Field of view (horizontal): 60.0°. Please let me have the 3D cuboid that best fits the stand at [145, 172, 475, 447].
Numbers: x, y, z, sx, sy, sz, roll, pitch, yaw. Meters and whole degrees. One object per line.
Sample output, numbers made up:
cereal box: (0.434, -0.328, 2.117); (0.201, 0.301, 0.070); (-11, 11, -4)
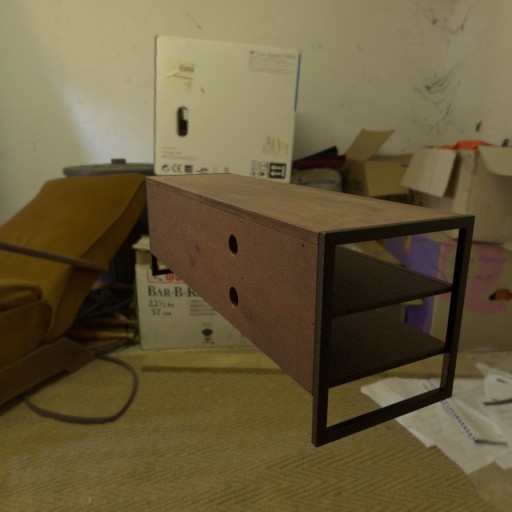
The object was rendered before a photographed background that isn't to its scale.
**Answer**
stand: (0.000, 0.000, 1.689); (0.454, 0.506, 1.480); (-8, 17, -26)
